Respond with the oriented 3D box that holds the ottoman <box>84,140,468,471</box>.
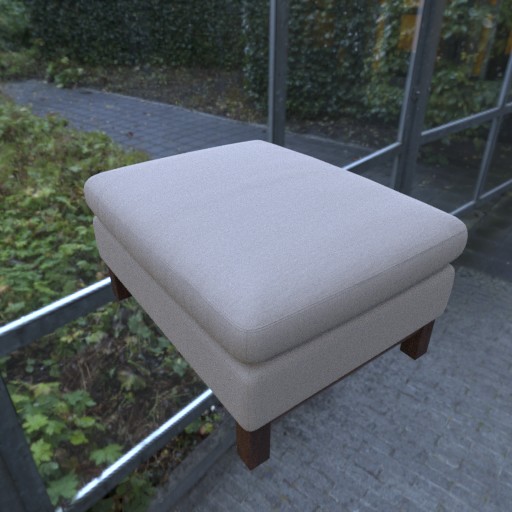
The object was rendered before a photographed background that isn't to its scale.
[{"bbox_3d":[0.000,0.000,1.121,0.606,0.420,0.771,-21,37,-30],"label":"ottoman"}]
